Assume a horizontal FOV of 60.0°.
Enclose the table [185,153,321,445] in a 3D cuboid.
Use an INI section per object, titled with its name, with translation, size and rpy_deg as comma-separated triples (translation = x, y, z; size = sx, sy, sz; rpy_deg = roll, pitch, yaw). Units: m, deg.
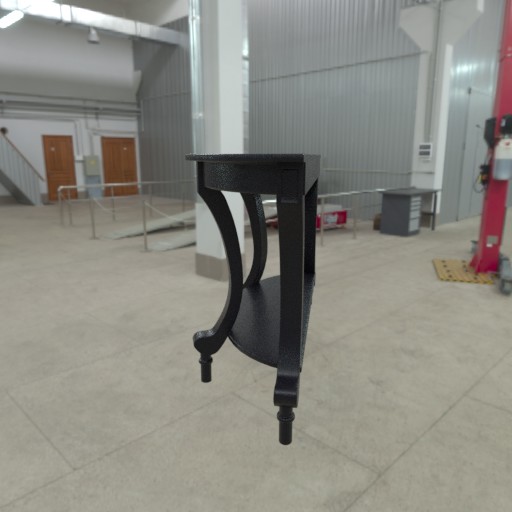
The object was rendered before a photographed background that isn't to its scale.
[table]
translation = 0.000, 0.000, 1.550
size = 0.394, 0.692, 1.198
rpy_deg = 2, 13, 9
